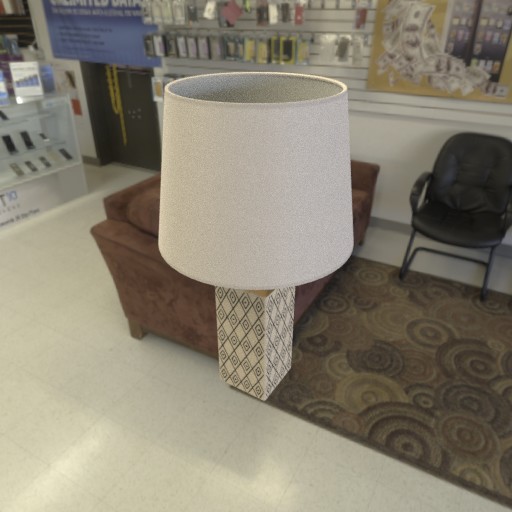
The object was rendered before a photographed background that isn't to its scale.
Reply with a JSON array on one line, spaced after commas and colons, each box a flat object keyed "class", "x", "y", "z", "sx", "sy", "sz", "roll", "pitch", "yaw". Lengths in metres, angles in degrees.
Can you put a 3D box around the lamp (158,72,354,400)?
[{"class": "lamp", "x": 0.000, "y": 0.000, "z": 0.597, "sx": 0.251, "sy": 0.435, "sz": 0.251, "roll": 0, "pitch": 30, "yaw": 0}]
